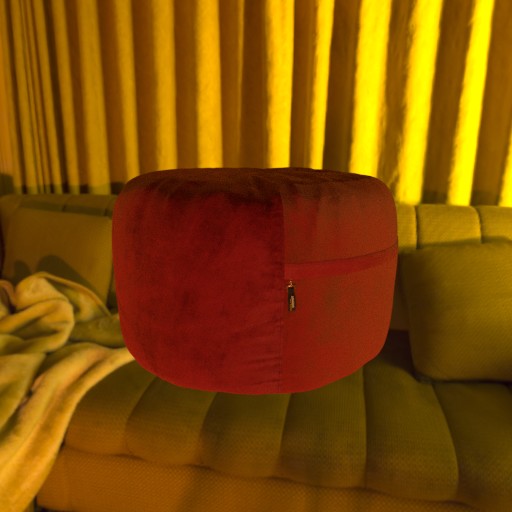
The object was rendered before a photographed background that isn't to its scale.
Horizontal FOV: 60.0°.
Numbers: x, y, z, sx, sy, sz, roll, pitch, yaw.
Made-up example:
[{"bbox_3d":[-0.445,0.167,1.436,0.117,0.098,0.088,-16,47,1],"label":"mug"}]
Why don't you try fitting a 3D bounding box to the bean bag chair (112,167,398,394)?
[{"bbox_3d":[0.000,0.000,1.983,1.219,0.762,1.219,0,14,0],"label":"bean bag chair"}]
